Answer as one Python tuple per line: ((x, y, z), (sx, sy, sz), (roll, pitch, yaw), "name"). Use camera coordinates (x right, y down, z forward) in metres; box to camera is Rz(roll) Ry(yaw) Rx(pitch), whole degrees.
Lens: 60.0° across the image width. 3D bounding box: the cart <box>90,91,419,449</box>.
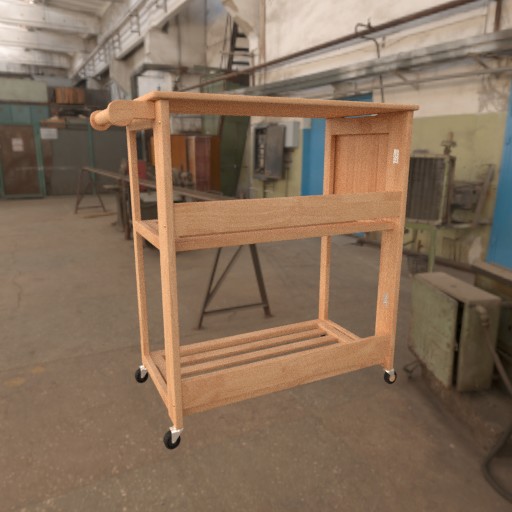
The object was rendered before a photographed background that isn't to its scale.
((0.000, 0.000, 1.359), (0.853, 0.879, 0.432), (-7, 15, -25), "cart")
